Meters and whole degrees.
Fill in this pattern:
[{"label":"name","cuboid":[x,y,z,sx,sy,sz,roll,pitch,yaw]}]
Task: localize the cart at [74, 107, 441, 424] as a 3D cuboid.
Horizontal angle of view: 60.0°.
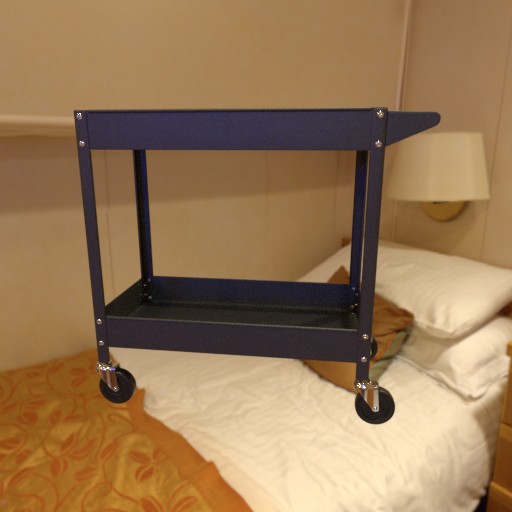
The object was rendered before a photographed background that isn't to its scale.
[{"label":"cart","cuboid":[0.000,0.000,1.170,0.779,0.719,0.366,2,15,7]}]
